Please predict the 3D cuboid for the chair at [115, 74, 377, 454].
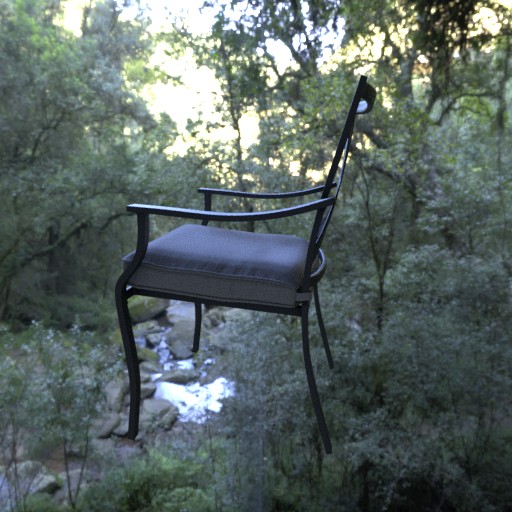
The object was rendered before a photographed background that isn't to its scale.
[{"bbox_3d":[0.000,0.000,1.280,0.620,0.889,0.575,2,13,10],"label":"chair"}]
